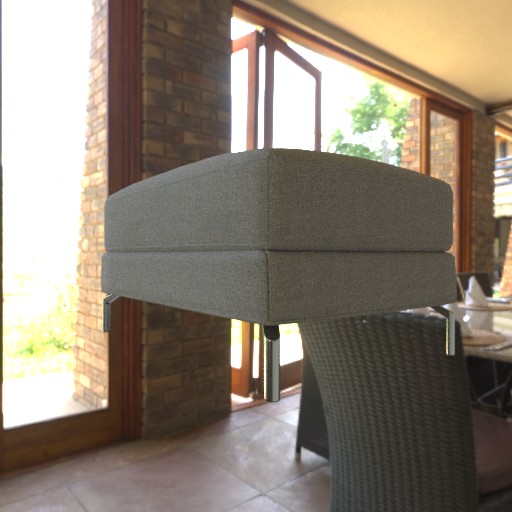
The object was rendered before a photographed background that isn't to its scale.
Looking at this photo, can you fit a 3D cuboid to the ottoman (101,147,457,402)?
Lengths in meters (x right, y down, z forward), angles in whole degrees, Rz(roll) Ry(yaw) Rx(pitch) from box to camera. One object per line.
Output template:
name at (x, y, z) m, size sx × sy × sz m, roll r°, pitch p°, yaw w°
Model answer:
ottoman at (0.000, 0.000, 1.182) m, size 0.584 × 0.457 × 0.838 m, roll 0°, pitch 0°, yaw -37°
